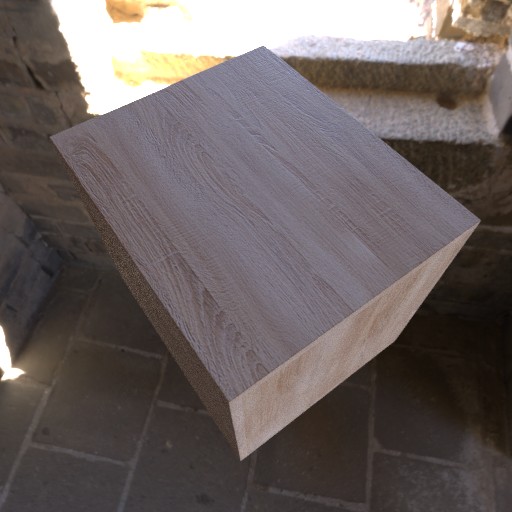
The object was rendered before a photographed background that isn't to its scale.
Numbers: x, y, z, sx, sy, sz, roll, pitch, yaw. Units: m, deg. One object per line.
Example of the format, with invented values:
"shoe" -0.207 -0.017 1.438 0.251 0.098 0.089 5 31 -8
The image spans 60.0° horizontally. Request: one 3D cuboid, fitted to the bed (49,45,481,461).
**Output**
"bed" 0.000 0.000 0.776 0.401 0.420 0.460 -32 63 -18
